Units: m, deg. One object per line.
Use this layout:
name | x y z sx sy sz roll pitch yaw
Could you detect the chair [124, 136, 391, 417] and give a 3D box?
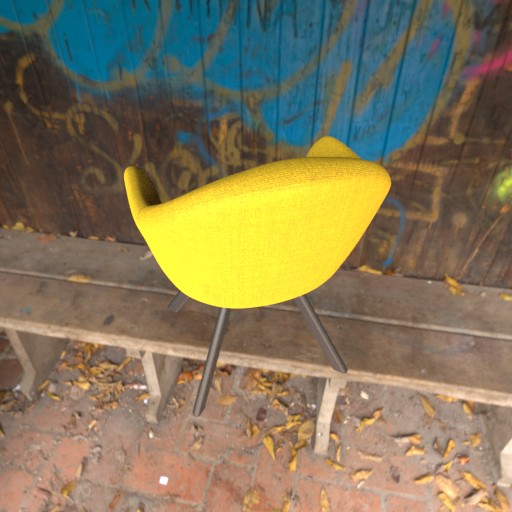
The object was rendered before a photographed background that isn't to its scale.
chair | 0.000 0.000 1.197 0.590 0.795 0.550 -12 42 -13
